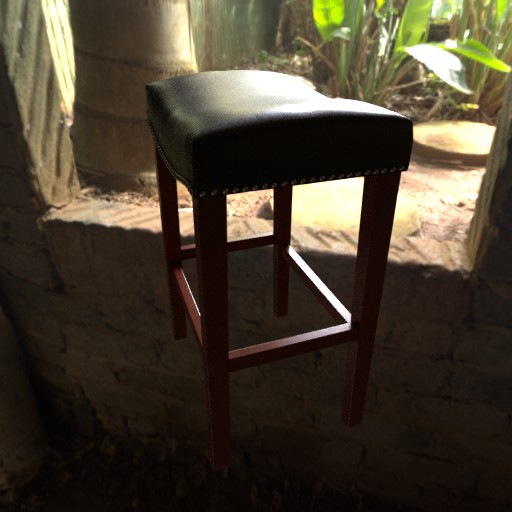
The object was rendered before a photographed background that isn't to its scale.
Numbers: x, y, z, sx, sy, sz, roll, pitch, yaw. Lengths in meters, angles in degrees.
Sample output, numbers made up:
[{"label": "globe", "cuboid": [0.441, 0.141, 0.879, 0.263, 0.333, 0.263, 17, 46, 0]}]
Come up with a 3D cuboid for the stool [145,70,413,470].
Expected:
[{"label": "stool", "cuboid": [0.000, 0.000, 1.017, 0.372, 0.742, 0.504, -10, 31, -17]}]
